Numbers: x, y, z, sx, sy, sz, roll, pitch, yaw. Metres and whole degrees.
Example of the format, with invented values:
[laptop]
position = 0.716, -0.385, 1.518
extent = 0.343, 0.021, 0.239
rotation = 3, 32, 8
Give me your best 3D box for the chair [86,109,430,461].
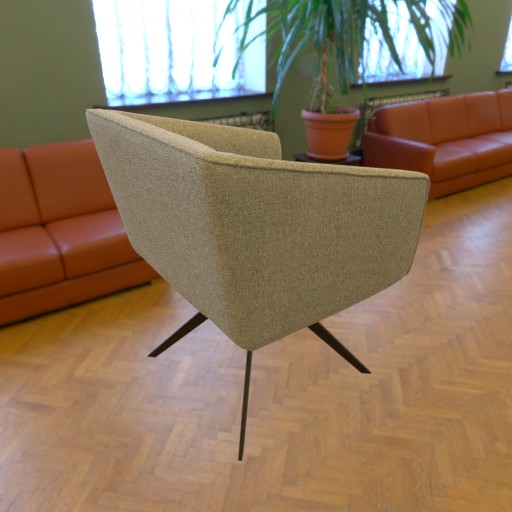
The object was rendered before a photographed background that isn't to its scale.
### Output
[chair]
position = 0.000, 0.000, 1.215
extent = 0.623, 0.760, 0.628
rotation = -18, 32, -32
